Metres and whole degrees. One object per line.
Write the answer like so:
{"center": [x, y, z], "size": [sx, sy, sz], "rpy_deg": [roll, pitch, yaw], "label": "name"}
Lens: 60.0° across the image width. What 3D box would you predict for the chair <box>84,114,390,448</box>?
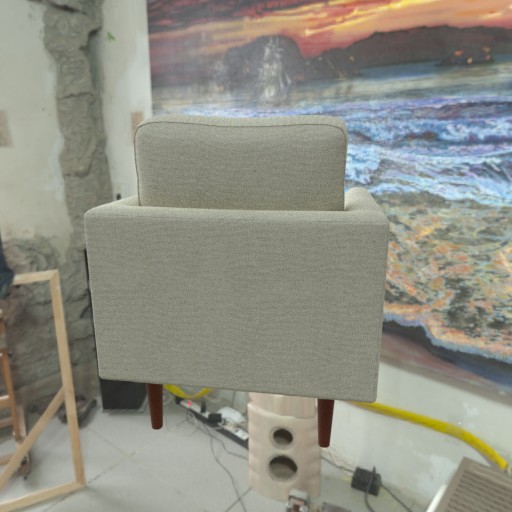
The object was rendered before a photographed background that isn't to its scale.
{"center": [0.000, 0.000, 1.618], "size": [0.858, 0.957, 0.899], "rpy_deg": [2, 15, 9], "label": "chair"}
